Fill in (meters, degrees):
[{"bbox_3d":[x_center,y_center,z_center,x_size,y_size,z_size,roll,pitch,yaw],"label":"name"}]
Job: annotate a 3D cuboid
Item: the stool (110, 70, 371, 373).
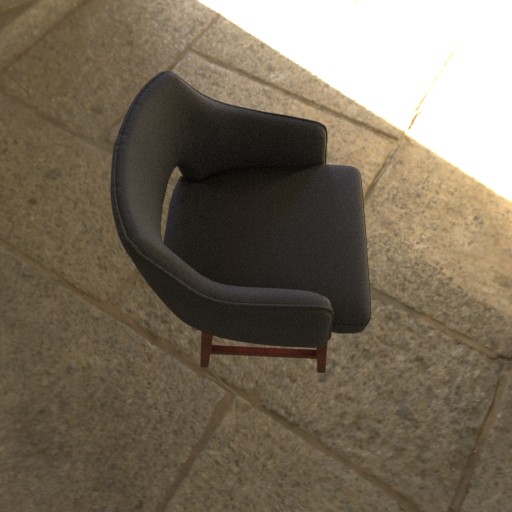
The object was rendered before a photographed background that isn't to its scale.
[{"bbox_3d":[0.000,0.000,1.234,0.558,0.912,0.548,2,63,1],"label":"stool"}]
